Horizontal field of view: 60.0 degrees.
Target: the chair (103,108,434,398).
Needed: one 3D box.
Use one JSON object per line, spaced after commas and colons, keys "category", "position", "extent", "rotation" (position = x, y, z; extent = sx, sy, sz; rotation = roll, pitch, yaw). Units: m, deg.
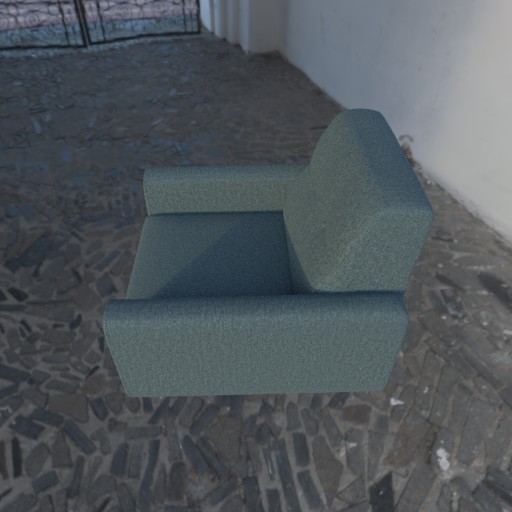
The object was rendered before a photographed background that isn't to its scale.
{"category": "chair", "position": [0.000, 0.000, 1.714], "extent": [0.964, 0.940, 0.880], "rotation": [-1, 43, -1]}
